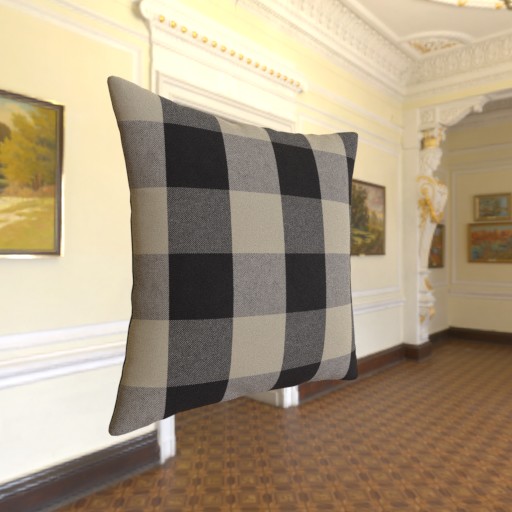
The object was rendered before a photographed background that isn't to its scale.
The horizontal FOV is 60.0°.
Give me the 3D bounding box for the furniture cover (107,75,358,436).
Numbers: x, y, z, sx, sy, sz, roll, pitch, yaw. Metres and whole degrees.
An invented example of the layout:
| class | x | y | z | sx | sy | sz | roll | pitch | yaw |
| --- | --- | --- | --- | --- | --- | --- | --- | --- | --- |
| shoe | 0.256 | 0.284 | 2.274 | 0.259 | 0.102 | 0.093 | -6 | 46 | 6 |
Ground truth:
| class | x | y | z | sx | sy | sz | roll | pitch | yaw |
| --- | --- | --- | --- | --- | --- | --- | --- | --- | --- |
| furniture cover | 0.000 | 0.000 | 0.770 | 0.511 | 0.509 | 0.161 | 0 | 0 | -35 |
